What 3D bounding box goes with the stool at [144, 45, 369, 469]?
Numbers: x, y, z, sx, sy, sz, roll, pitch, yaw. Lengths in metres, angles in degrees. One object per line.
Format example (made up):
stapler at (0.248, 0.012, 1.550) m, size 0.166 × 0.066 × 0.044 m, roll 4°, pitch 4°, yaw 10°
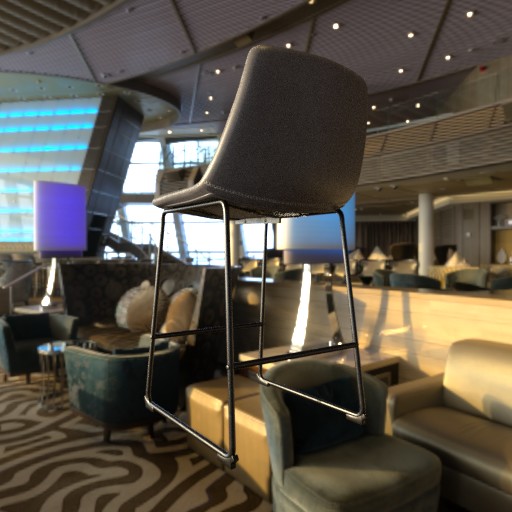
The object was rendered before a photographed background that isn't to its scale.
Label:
stool at (0.000, 0.000, 1.188) m, size 0.470 × 0.876 × 0.546 m, roll 0°, pitch 1°, yaw -36°
